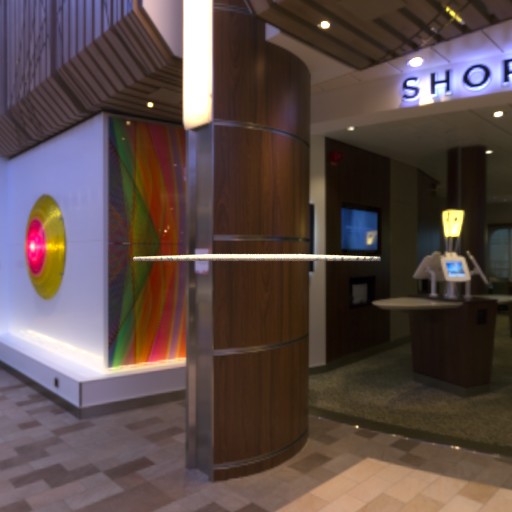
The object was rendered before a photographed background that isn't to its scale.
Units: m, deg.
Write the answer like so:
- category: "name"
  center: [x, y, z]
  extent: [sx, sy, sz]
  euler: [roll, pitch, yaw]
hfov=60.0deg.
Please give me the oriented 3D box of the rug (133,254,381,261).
- category: "rug"
  center: [0.000, 0.000, 2.594]
  extent: [0.775, 0.012, 2.452]
  euler: [0, 0, 0]
